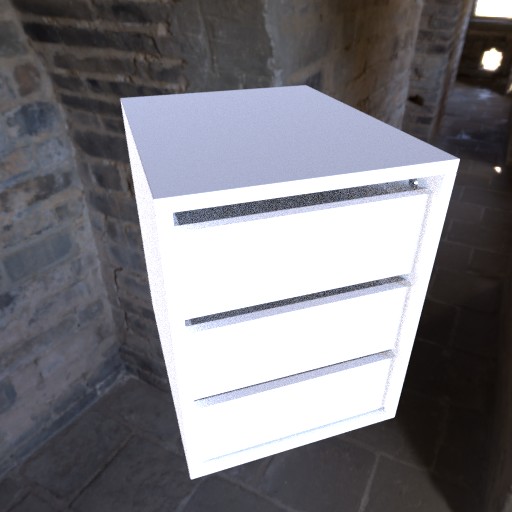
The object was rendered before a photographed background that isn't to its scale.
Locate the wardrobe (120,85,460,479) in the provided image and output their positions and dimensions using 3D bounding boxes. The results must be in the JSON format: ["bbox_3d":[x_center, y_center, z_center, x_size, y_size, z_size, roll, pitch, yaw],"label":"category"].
[{"bbox_3d":[0.000,0.000,0.869,0.400,0.520,0.500,-10,33,-16],"label":"wardrobe"}]
